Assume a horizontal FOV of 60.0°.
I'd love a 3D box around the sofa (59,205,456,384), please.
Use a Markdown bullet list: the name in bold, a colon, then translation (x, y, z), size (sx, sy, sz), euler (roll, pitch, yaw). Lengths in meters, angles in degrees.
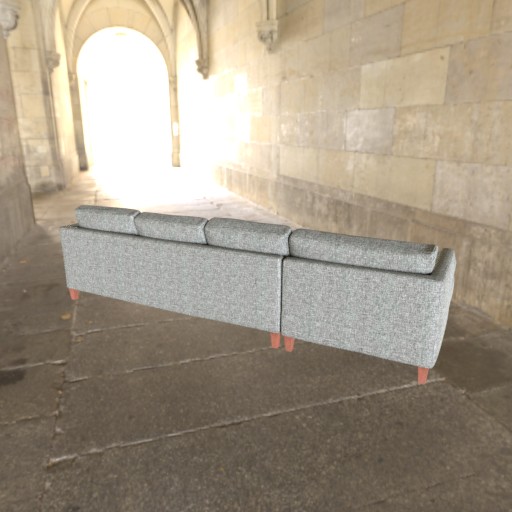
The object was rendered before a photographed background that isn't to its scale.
- **sofa**: translation (0.000, 0.000, 4.248), size (3.485, 0.960, 1.635), euler (8, 18, 26)
